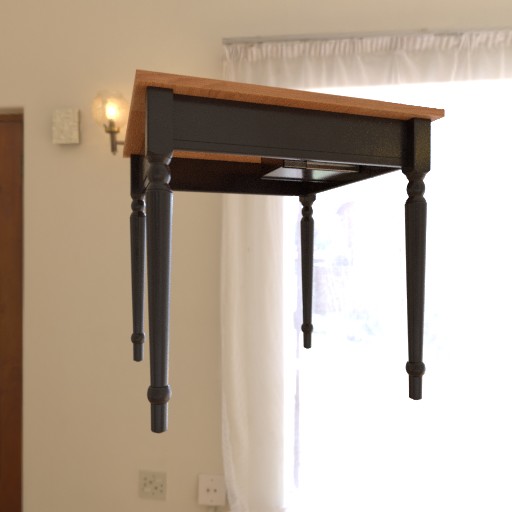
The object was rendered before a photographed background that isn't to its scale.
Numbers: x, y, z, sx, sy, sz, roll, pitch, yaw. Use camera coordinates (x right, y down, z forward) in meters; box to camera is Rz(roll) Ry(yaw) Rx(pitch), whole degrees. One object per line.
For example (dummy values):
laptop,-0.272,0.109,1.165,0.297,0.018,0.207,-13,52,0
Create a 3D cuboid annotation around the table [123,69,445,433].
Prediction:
table,0.000,0.000,1.343,0.747,0.738,0.747,0,0,-19
